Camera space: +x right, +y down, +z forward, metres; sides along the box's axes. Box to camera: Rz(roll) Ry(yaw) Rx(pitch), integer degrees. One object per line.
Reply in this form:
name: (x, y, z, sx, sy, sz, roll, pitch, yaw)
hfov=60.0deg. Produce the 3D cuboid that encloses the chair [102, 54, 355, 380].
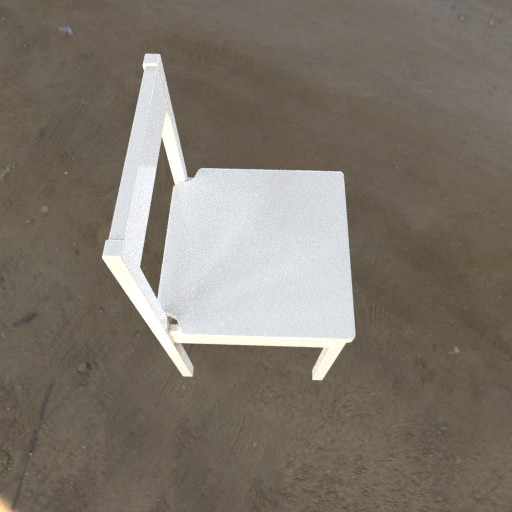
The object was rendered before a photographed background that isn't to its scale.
chair: (0.000, 0.000, 0.902, 0.361, 0.668, 0.367, 2, 63, 1)
